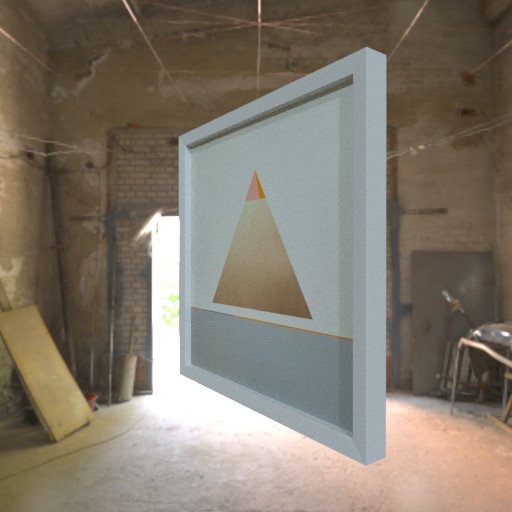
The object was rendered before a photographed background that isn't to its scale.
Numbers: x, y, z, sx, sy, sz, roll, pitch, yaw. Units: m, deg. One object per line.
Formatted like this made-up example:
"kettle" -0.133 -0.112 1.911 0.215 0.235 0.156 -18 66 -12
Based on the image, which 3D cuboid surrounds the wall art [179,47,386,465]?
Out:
"wall art" 0.000 0.000 1.915 0.098 1.291 1.289 0 0 -36
